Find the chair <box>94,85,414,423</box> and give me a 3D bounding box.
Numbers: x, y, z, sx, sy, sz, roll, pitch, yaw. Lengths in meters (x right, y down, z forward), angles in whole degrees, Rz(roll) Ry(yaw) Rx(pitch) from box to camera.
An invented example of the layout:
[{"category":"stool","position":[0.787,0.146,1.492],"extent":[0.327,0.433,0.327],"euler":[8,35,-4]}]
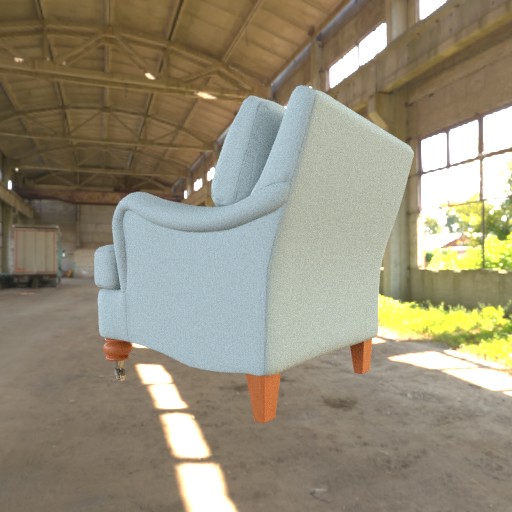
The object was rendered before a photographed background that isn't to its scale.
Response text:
[{"category":"chair","position":[0.000,0.000,1.883],"extent":[1.070,1.038,0.955],"euler":[0,0,37]}]
